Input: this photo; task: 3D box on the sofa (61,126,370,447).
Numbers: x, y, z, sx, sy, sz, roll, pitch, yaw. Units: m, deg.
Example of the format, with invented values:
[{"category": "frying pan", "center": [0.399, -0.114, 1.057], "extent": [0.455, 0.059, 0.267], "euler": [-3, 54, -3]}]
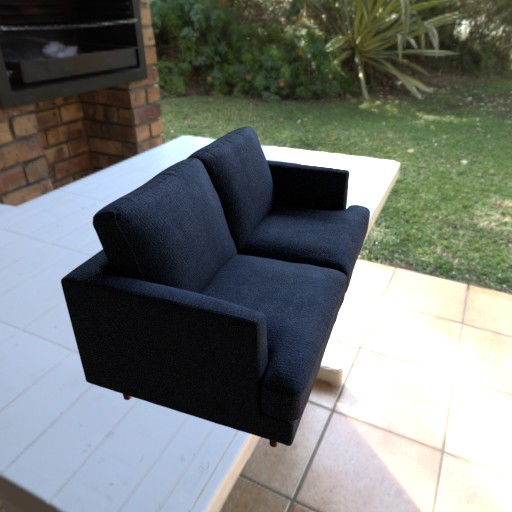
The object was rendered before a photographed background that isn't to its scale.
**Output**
[{"category": "sofa", "center": [0.000, 0.000, 2.154], "extent": [0.903, 0.944, 1.582], "euler": [10, 31, 18]}]
